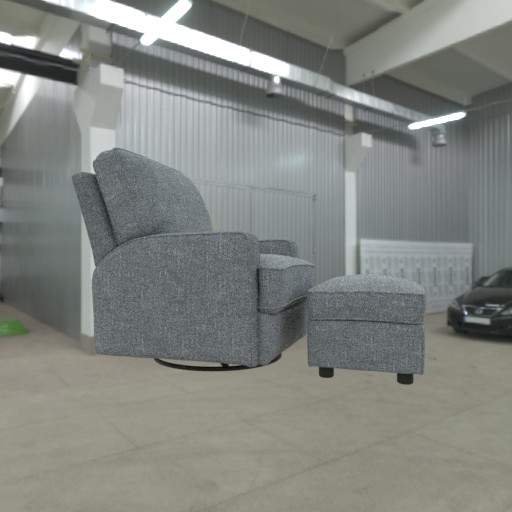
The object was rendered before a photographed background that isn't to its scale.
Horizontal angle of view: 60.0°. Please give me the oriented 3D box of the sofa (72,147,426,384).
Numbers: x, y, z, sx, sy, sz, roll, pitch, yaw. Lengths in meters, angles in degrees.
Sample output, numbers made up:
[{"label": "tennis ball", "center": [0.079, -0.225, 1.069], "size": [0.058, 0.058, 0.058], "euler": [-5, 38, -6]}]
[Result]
[{"label": "sofa", "center": [0.000, 0.000, 2.076], "size": [1.472, 0.959, 0.861], "euler": [0, -1, 18]}]
